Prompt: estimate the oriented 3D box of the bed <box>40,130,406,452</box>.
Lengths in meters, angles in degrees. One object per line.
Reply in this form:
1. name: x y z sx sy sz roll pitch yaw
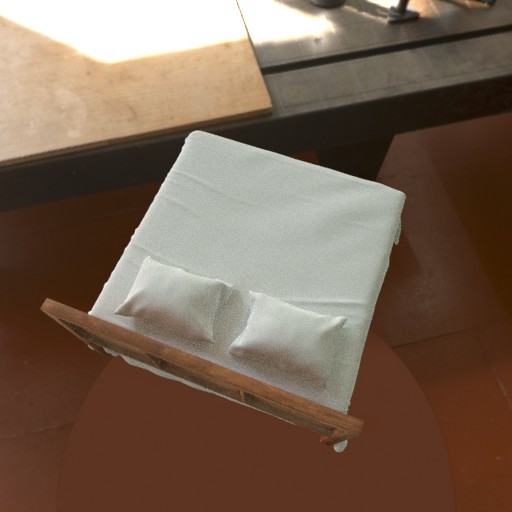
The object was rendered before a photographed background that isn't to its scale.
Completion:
1. bed: 0.000 0.000 3.494 2.255 1.158 2.165 19 66 9
